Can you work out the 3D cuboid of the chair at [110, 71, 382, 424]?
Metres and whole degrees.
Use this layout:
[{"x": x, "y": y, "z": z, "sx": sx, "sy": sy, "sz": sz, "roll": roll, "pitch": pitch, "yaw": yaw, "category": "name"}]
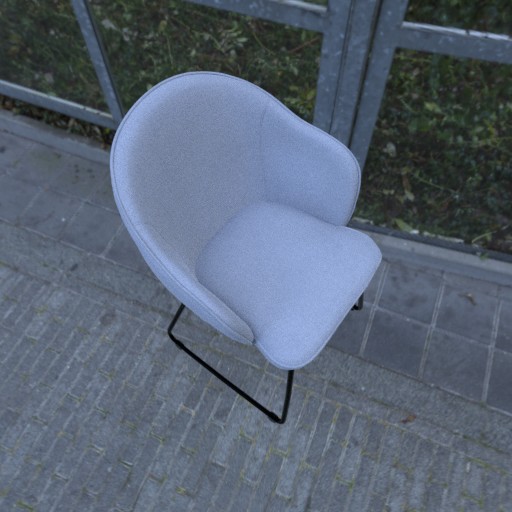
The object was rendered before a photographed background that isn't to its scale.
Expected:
[{"x": 0.000, "y": 0.000, "z": 1.222, "sx": 0.592, "sy": 0.817, "sz": 0.570, "roll": 31, "pitch": 63, "yaw": 18, "category": "chair"}]
